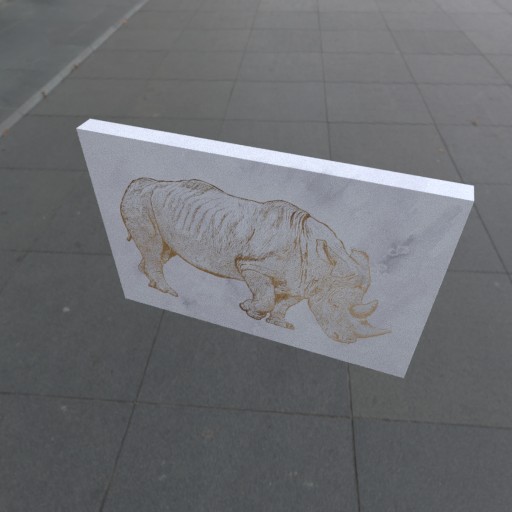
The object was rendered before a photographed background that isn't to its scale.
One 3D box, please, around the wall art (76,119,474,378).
[{"bbox_3d":[0.000,0.000,0.795,0.609,0.407,0.038,13,44,15],"label":"wall art"}]
